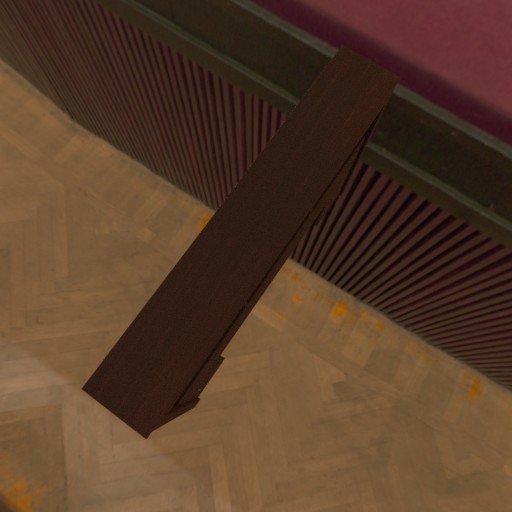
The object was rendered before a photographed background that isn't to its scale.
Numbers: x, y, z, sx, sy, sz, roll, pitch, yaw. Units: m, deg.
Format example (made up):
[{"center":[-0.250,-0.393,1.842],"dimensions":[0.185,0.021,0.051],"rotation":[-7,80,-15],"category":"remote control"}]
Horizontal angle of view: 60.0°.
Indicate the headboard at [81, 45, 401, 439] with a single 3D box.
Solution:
[{"center":[0.000,0.000,2.178],"dimensions":[0.279,1.092,1.671],"rotation":[34,78,8],"category":"headboard"}]
